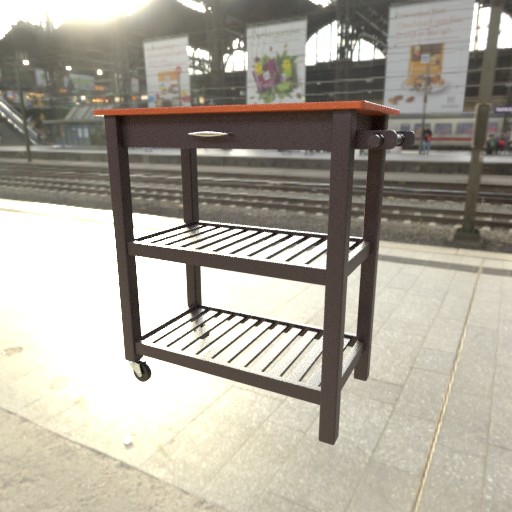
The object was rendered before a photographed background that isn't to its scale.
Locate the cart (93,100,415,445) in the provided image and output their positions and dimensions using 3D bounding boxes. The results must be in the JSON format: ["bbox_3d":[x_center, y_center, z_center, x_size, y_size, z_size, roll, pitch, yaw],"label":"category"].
[{"bbox_3d":[0.000,0.000,1.477,0.899,0.927,0.457,8,17,26],"label":"cart"}]
